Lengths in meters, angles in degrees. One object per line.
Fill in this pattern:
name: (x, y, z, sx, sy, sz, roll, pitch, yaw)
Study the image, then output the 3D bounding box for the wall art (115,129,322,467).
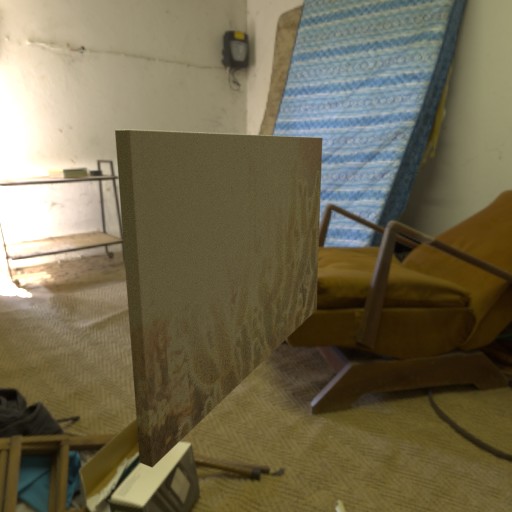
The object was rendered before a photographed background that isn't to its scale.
wall art: (0.000, 0.000, 1.441, 0.041, 0.758, 1.142, 7, 16, 26)
